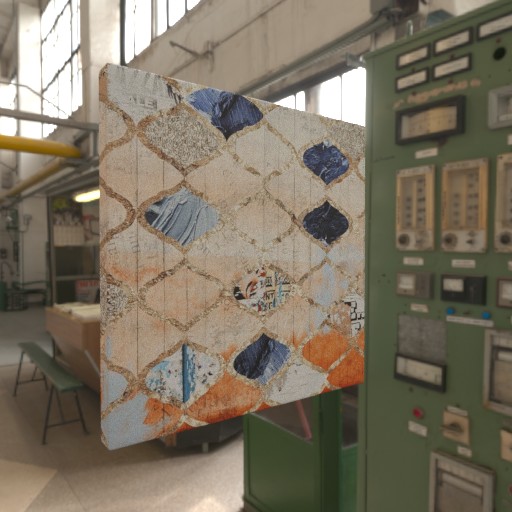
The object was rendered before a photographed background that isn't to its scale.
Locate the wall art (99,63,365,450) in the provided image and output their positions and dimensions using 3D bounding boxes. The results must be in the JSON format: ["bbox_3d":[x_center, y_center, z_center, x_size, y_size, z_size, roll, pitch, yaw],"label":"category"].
[{"bbox_3d":[0.000,0.000,0.741,0.507,0.508,0.038,-1,1,-36],"label":"wall art"}]
